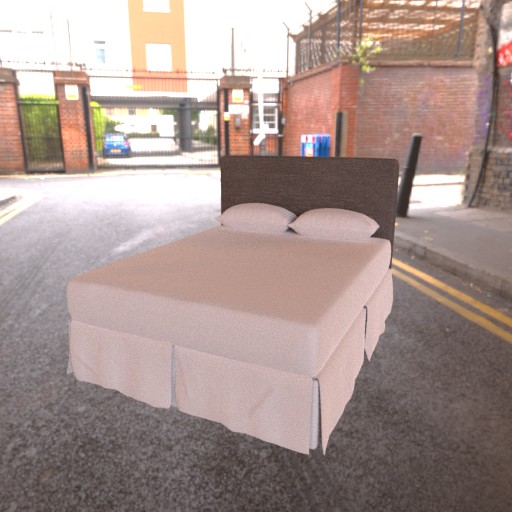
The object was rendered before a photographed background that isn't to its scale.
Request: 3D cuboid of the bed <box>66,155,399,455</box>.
[{"bbox_3d":[0.000,0.000,3.200,1.723,1.330,2.142,7,17,25],"label":"bed"}]
